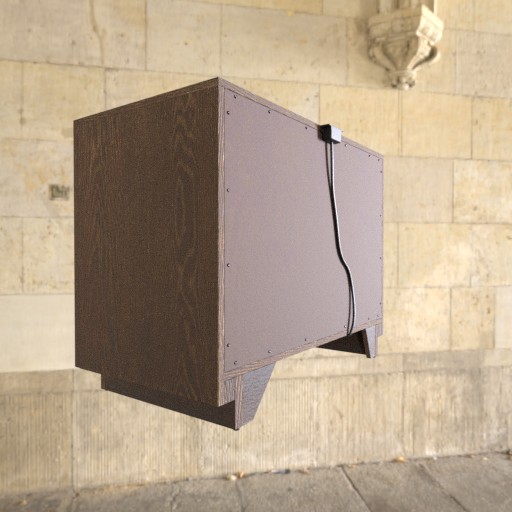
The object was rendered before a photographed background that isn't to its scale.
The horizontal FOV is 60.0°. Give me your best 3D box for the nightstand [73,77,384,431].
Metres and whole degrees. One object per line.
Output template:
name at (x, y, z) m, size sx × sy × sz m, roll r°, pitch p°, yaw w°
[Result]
nightstand at (0.000, 0.000, 1.175) m, size 0.457 × 0.612 × 0.775 m, roll 1°, pitch 1°, yaw 36°
